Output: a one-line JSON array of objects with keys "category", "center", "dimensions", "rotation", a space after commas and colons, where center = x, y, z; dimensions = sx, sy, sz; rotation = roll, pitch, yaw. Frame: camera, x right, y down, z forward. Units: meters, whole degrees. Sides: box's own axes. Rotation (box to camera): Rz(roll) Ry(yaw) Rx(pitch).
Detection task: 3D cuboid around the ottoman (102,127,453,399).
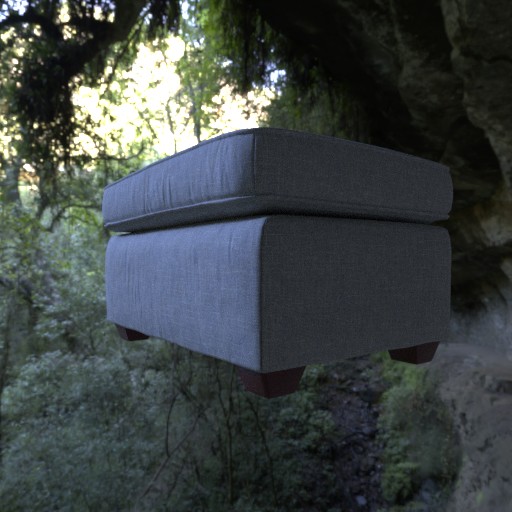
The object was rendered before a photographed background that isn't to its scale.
[{"category": "ottoman", "center": [0.000, 0.000, 1.095], "dimensions": [0.559, 0.457, 0.762], "rotation": [0, -1, -36]}]
